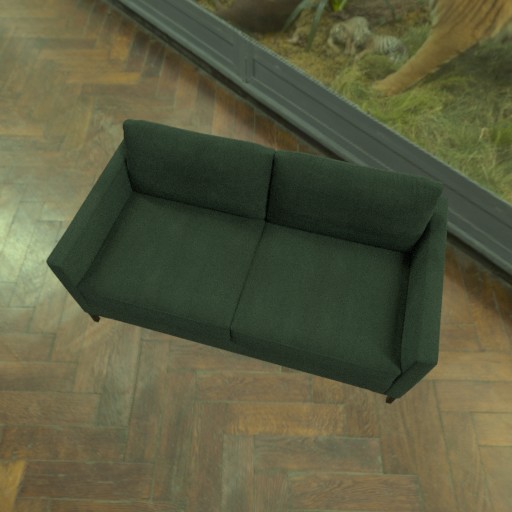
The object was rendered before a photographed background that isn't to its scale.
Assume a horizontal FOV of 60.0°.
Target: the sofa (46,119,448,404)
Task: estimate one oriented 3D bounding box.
[{"bbox_3d":[0.000,0.000,2.162,1.676,0.817,0.875,14,59,8],"label":"sofa"}]
